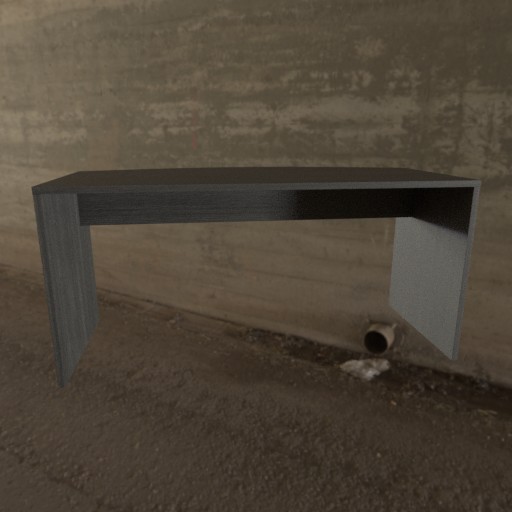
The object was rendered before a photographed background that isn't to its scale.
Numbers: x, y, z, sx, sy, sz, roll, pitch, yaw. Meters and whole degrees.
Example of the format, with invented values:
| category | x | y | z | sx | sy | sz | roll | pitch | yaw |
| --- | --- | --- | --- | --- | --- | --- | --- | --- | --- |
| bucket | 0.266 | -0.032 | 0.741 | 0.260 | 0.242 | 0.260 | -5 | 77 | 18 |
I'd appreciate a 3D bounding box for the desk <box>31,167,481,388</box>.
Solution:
| category | x | y | z | sx | sy | sz | roll | pitch | yaw |
| --- | --- | --- | --- | --- | --- | --- | --- | --- | --- |
| desk | 0.000 | 0.000 | 2.043 | 1.600 | 0.750 | 0.802 | -2 | 16 | -7 |
